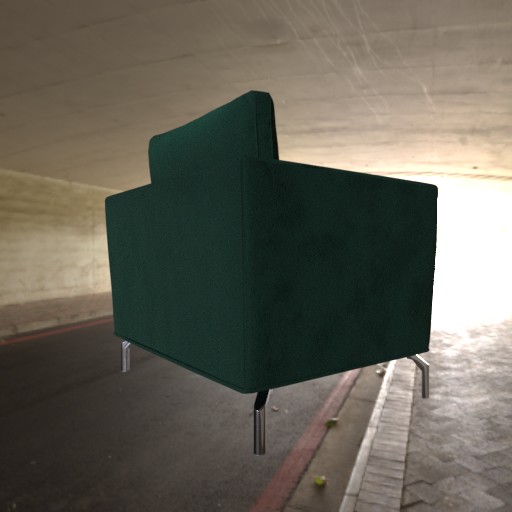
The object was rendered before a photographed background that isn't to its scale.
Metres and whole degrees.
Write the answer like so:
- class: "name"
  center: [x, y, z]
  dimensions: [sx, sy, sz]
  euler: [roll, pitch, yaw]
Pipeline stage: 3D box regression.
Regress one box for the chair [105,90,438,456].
- class: "chair"
  center: [0.000, 0.000, 1.723]
  dimensions: [0.852, 0.997, 1.047]
  euler: [-1, 1, -36]
